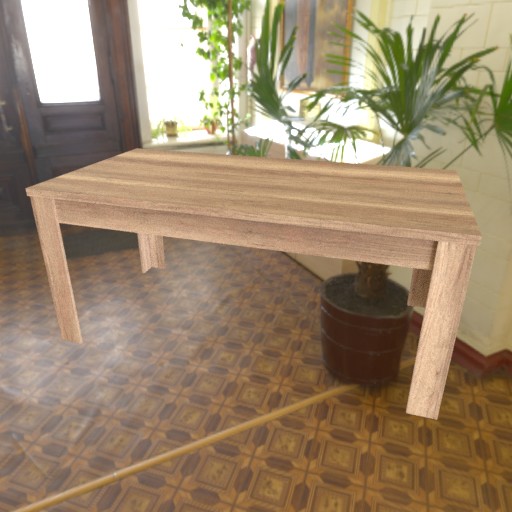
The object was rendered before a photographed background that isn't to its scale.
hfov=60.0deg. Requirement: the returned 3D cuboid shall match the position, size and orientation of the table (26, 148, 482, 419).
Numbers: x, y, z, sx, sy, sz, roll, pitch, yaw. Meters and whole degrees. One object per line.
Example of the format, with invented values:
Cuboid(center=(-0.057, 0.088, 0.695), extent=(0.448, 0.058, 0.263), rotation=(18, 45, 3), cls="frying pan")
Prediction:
Cuboid(center=(0.000, 0.000, 2.220), extent=(1.800, 0.790, 0.900), rotation=(8, 26, 16), cls="table")
